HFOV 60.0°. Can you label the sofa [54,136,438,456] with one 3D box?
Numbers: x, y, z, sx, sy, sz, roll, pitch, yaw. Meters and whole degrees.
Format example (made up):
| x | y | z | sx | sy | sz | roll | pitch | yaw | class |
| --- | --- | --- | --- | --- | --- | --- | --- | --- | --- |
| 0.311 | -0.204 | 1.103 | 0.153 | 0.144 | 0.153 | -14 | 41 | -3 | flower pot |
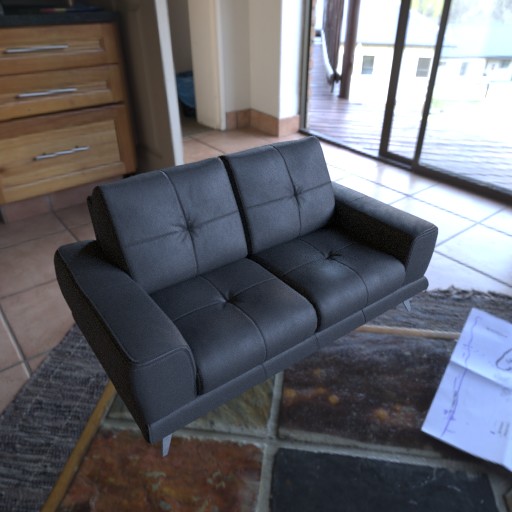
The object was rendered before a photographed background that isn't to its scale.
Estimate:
| x | y | z | sx | sy | sz | roll | pitch | yaw | class |
| --- | --- | --- | --- | --- | --- | --- | --- | --- | --- |
| 0.000 | 0.000 | 2.326 | 1.806 | 0.907 | 1.018 | -21 | 37 | -30 | sofa |
